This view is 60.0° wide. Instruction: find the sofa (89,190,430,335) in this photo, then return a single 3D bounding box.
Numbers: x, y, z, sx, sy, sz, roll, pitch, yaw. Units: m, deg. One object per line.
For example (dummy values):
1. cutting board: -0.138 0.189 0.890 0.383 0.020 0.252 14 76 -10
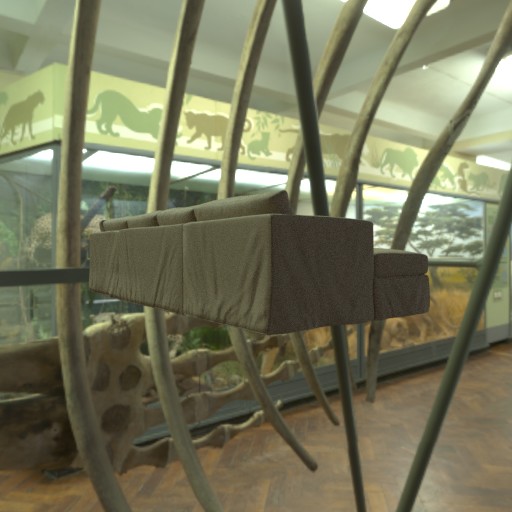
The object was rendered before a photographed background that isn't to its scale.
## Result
1. sofa: 0.000 0.000 4.634 2.476 0.878 3.528 -1 1 -37
